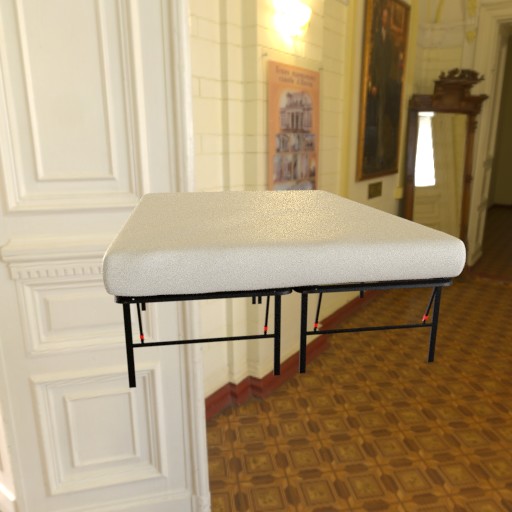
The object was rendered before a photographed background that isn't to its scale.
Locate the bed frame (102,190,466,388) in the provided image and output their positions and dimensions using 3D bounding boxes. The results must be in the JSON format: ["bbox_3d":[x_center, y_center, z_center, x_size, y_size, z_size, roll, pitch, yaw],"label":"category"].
[{"bbox_3d":[0.000,0.000,2.881,1.584,0.667,2.151,-2,15,-9],"label":"bed frame"}]
